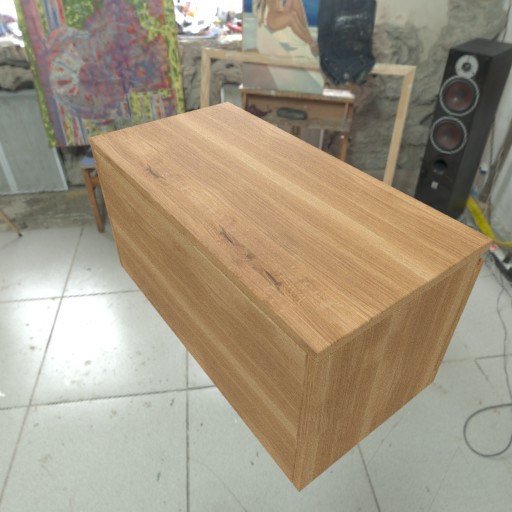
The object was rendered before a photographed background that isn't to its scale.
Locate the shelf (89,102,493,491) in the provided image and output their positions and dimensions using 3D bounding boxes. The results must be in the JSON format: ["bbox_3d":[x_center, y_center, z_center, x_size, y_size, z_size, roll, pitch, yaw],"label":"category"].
[{"bbox_3d":[0.000,0.000,1.026,0.400,0.400,0.800,-25,45,-28],"label":"shelf"}]
